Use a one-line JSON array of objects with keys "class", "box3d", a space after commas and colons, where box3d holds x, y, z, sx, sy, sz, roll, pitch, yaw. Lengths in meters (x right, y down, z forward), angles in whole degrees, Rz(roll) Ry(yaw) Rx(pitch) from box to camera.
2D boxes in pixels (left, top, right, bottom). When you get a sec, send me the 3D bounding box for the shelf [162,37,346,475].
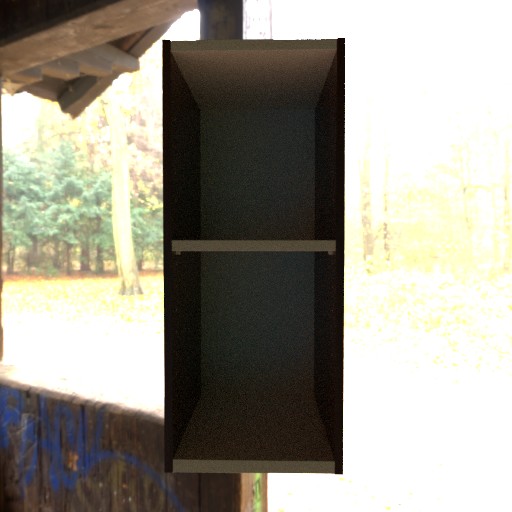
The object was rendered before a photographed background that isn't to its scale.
[{"class": "shelf", "box3d": [0.000, 0.000, 0.755, 0.253, 0.600, 0.290, 0, 2, 1]}]
